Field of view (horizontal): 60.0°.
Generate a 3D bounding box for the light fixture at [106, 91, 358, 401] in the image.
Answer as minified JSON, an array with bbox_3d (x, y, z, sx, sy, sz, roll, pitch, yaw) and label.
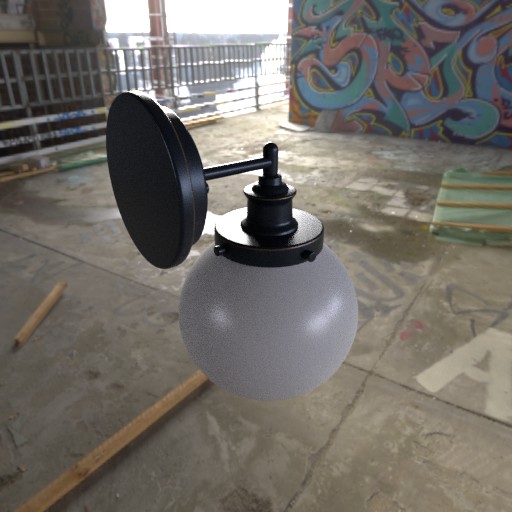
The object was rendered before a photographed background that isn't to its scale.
[{"bbox_3d":[0.000,0.000,0.454,0.230,0.332,0.197,-19,32,-32],"label":"light fixture"}]
